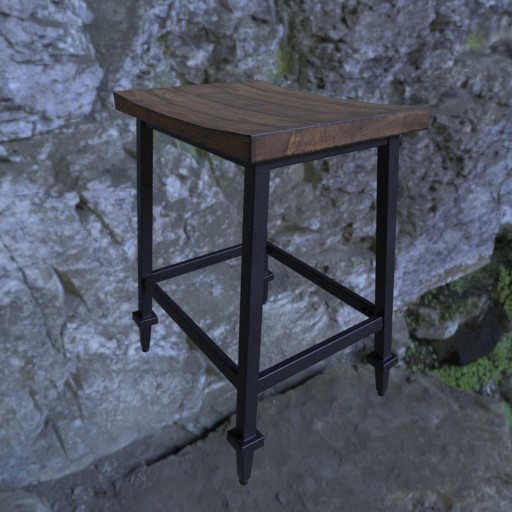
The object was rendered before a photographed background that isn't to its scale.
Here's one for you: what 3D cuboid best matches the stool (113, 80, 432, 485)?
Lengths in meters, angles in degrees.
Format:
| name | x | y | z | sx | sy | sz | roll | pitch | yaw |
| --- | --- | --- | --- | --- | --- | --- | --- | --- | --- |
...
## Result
| name | x | y | z | sx | sy | sz | roll | pitch | yaw |
| --- | --- | --- | --- | --- | --- | --- | --- | --- | --- |
| stool | 0.000 | 0.000 | 0.922 | 0.405 | 0.625 | 0.486 | -18 | 33 | -31 |
